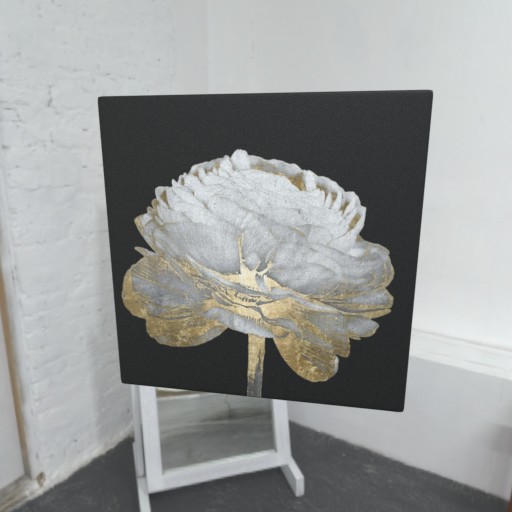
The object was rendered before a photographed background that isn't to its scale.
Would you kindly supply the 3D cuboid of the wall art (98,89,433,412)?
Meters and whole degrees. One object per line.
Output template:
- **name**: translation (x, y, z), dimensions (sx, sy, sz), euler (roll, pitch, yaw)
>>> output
- **wall art**: translation (0.000, 0.000, 0.887), dimensions (0.610, 0.611, 0.043), euler (3, 14, 10)
